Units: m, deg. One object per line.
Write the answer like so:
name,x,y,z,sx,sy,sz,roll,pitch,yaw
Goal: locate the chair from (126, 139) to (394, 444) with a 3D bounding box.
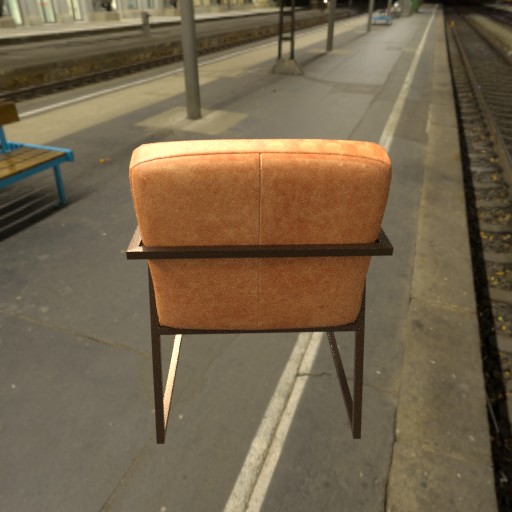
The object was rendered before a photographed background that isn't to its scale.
chair,0.000,0.000,1.286,0.571,0.832,0.677,-1,31,-1
